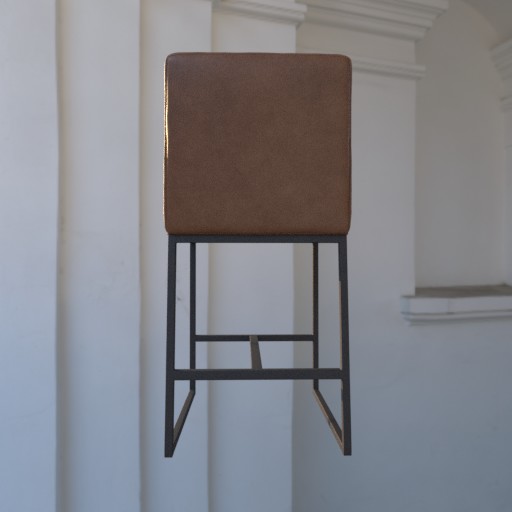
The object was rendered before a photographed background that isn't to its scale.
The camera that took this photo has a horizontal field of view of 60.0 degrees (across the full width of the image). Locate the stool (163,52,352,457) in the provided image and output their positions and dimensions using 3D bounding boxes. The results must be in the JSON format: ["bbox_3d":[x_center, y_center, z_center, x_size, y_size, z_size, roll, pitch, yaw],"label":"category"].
[{"bbox_3d":[0.000,0.000,1.271,0.458,0.940,0.556,0,0,-1],"label":"stool"}]
